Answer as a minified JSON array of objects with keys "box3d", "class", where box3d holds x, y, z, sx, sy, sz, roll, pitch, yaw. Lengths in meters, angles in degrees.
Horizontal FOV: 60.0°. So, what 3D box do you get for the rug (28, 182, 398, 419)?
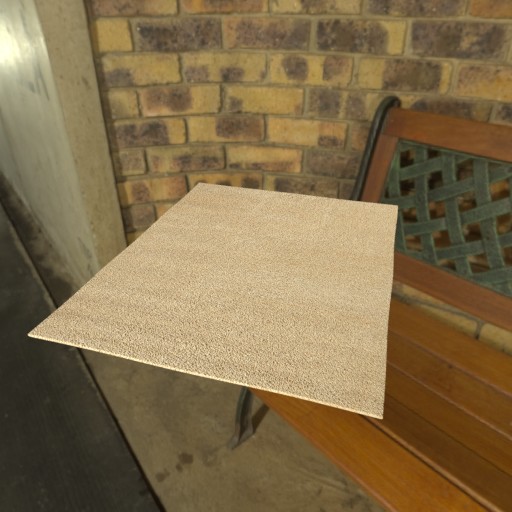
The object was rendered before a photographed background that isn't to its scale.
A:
[{"box3d":[0.000,0.000,4.016,2.400,0.025,3.000,9,32,15],"class":"rug"}]
